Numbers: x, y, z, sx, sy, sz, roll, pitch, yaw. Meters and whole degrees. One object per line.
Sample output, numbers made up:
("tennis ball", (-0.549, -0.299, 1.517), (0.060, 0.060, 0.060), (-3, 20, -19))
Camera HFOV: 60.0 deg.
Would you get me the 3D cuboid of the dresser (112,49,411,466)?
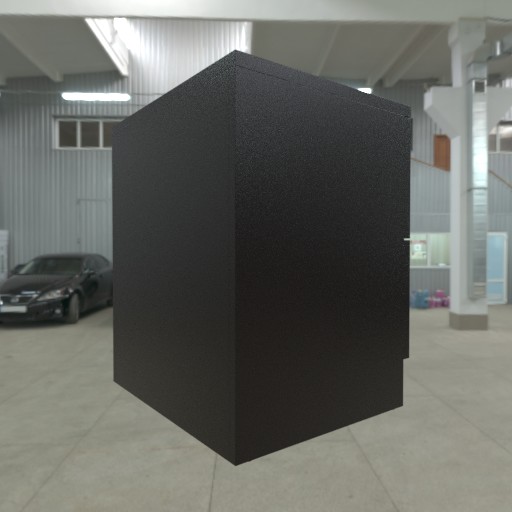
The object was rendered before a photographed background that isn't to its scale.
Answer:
("dresser", (0.000, 0.000, 0.765), (0.360, 0.470, 0.400), (-1, 1, -37))
